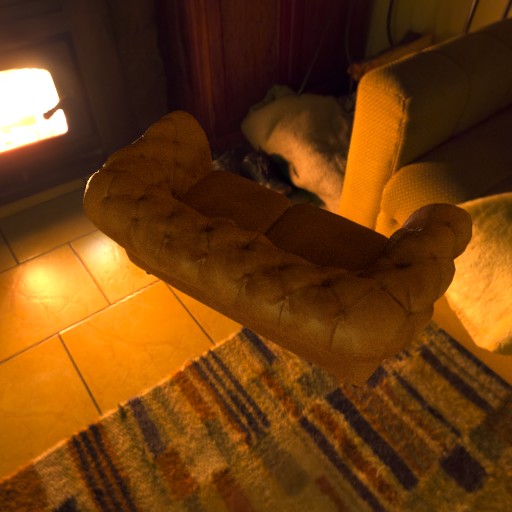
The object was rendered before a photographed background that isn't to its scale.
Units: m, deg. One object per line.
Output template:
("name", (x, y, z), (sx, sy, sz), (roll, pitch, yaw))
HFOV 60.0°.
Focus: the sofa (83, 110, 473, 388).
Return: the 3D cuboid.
("sofa", (0.000, 0.000, 2.536), (1.979, 0.877, 1.042), (25, 52, 22))
